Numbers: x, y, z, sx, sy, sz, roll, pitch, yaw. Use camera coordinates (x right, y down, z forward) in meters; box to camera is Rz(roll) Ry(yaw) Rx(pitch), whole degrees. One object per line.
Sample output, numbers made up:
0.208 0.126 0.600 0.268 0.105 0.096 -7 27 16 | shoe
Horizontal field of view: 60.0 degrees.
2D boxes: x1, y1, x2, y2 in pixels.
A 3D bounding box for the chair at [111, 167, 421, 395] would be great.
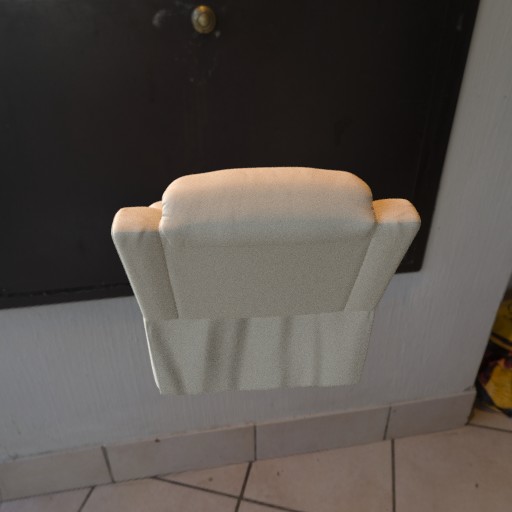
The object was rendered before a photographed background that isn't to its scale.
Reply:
0.000 0.000 1.260 0.680 0.702 0.709 -2 30 -4 | chair
